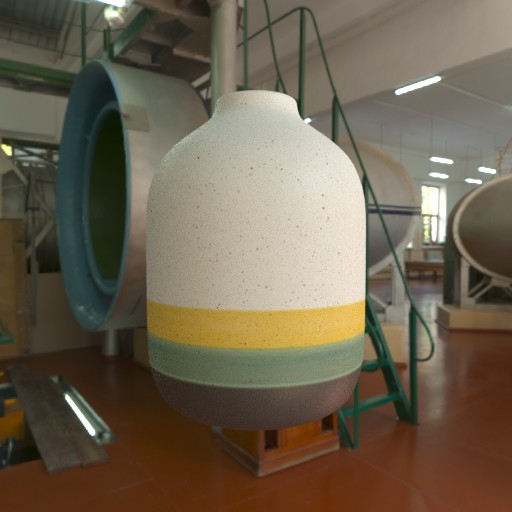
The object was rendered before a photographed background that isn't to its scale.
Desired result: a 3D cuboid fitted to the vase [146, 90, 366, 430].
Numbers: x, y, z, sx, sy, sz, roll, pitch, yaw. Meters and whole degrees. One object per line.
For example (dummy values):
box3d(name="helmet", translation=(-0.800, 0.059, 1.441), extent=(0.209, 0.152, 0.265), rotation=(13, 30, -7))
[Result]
box3d(name="vase", translation=(0.000, 0.000, 0.352), extent=(0.169, 0.240, 0.169), rotation=(0, 2, 0))
